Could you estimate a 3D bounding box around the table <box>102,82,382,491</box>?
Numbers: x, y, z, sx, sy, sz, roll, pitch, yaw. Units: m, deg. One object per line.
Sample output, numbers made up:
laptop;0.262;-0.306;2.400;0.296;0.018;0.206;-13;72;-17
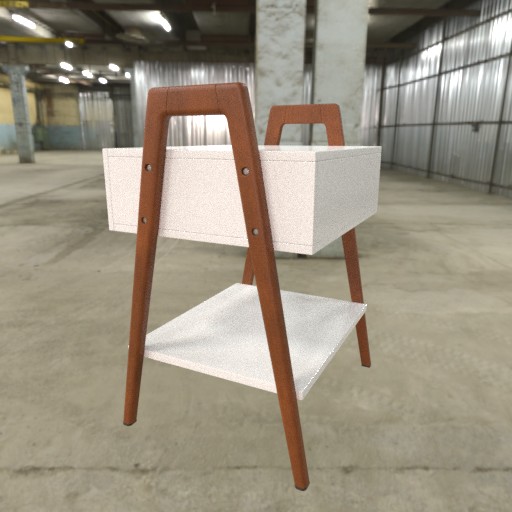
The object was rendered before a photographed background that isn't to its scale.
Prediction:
table;0.000;0.000;0.902;0.405;0.610;0.457;7;17;26
